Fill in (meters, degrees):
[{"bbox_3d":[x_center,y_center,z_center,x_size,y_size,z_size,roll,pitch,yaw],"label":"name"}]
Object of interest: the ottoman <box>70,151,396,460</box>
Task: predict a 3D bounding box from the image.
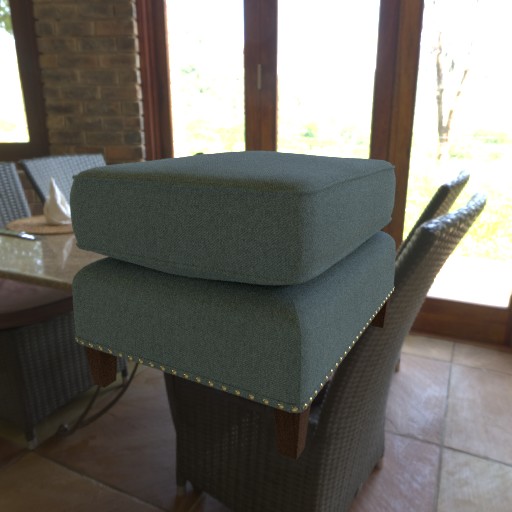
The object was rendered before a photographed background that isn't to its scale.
[{"bbox_3d":[0.000,0.000,1.161,0.589,0.537,0.738,9,18,28],"label":"ottoman"}]
